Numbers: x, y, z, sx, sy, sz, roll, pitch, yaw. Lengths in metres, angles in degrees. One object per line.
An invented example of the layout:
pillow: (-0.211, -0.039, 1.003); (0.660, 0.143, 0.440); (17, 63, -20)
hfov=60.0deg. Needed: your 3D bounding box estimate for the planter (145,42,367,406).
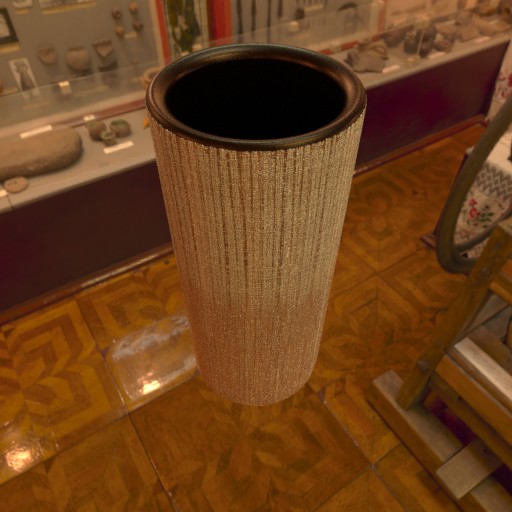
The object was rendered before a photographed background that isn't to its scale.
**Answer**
planter: (0.000, 0.000, 0.283); (0.100, 0.227, 0.100); (-24, 51, -21)
